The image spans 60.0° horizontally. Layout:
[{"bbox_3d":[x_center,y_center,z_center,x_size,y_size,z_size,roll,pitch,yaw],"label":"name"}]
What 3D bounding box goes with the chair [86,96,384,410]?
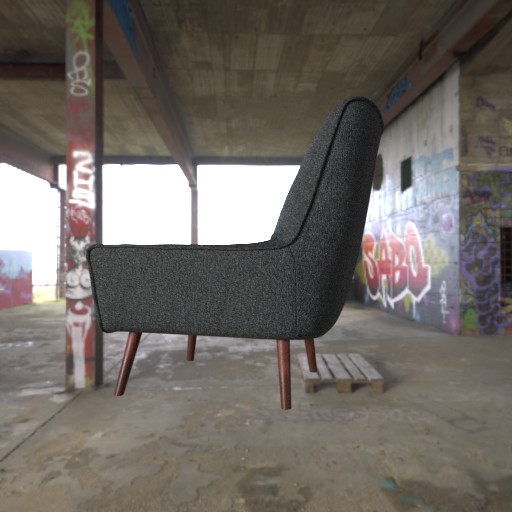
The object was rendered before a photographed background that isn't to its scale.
[{"bbox_3d":[0.000,0.000,1.541,0.859,0.883,0.763,0,-1,17],"label":"chair"}]
